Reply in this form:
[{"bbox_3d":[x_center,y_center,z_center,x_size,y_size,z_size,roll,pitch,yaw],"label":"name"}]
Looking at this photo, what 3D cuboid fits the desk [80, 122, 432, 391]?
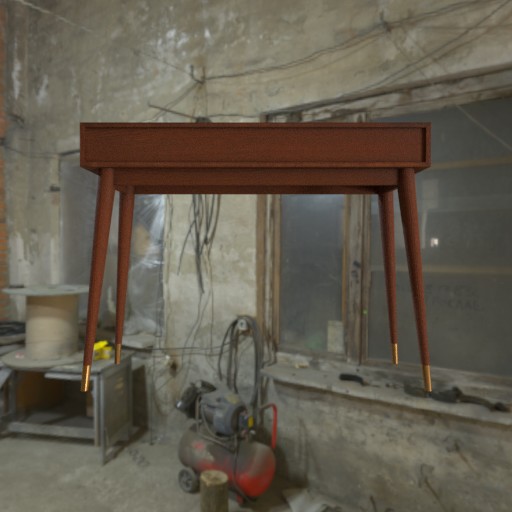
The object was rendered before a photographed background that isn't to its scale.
[{"bbox_3d":[0.000,0.000,1.693,1.204,0.917,0.384,0,1,0],"label":"desk"}]
